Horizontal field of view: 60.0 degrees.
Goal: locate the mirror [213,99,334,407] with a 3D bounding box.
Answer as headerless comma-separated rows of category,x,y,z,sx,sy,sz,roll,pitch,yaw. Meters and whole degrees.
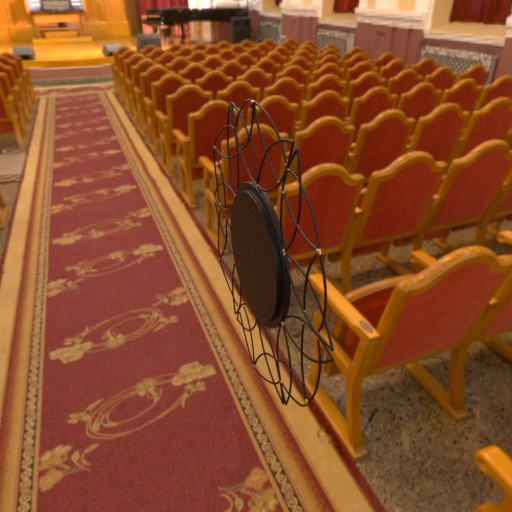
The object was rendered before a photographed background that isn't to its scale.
mirror,0.000,0.000,1.145,0.028,0.775,0.797,-11,32,-18
